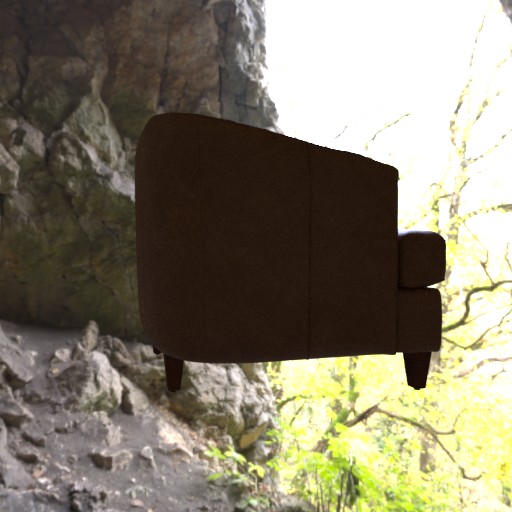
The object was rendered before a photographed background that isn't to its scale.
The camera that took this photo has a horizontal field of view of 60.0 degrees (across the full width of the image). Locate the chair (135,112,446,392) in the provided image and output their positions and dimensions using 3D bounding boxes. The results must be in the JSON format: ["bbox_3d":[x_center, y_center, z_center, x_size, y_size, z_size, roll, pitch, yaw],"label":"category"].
[{"bbox_3d":[0.000,0.000,1.733,0.911,0.836,1.119,0,0,-18],"label":"chair"}]
